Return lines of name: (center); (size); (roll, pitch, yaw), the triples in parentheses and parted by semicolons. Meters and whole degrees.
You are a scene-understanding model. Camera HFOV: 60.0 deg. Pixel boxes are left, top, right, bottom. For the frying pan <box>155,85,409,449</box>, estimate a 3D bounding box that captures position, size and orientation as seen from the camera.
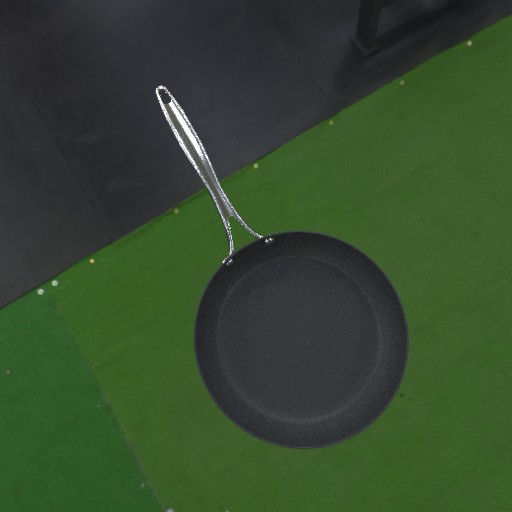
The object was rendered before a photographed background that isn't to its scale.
frying pan: (0.000, 0.000, 0.547); (0.255, 0.105, 0.472); (-29, 78, -7)
